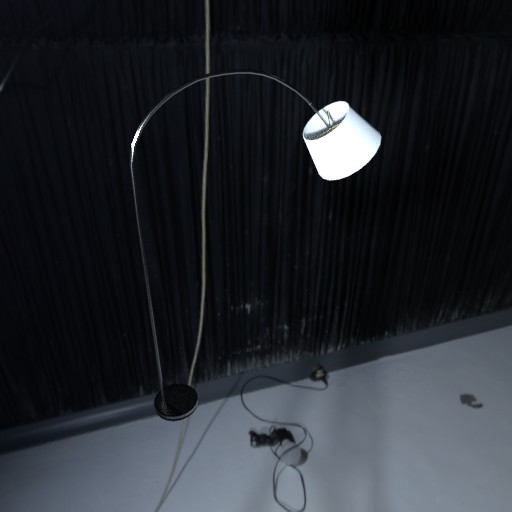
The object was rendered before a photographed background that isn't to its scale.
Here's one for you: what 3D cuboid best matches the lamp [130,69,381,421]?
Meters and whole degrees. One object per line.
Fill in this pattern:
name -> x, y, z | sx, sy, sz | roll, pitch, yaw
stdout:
lamp -> 0.000, 0.000, 2.676 | 1.445, 2.098, 0.406 | -10, 31, -17
